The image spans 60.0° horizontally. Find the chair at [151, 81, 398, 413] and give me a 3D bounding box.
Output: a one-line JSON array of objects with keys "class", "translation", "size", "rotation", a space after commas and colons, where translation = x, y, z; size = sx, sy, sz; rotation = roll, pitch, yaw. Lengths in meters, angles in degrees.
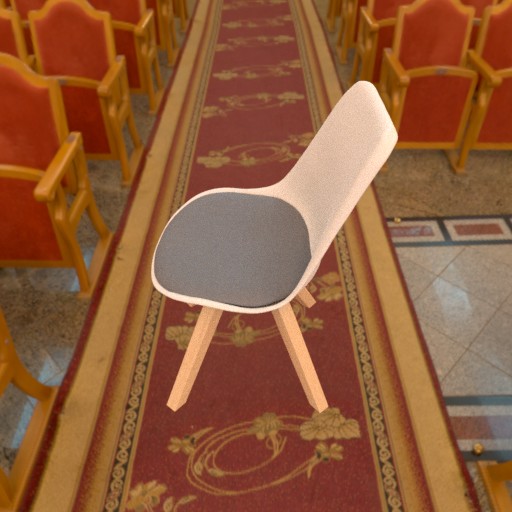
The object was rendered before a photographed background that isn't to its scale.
[{"class": "chair", "translation": [0.000, 0.000, 1.194], "size": [0.550, 0.850, 0.485], "rotation": [0, 43, 0]}]
